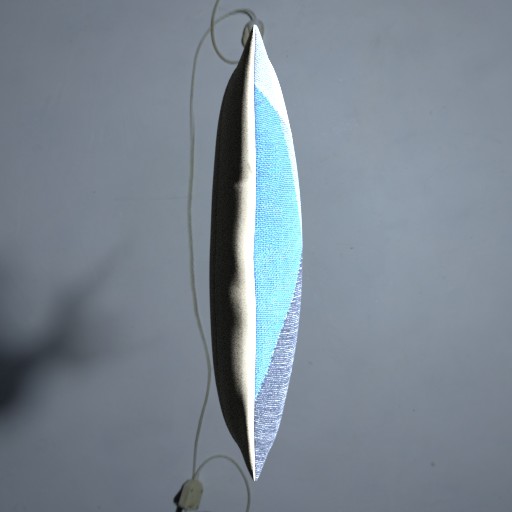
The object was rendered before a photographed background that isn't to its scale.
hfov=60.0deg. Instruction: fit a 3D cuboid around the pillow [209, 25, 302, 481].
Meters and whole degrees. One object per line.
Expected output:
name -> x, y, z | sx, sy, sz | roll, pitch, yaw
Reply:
pillow -> 0.000, 0.000, 0.719 | 0.148, 0.307, 0.604 | 0, 91, 0
